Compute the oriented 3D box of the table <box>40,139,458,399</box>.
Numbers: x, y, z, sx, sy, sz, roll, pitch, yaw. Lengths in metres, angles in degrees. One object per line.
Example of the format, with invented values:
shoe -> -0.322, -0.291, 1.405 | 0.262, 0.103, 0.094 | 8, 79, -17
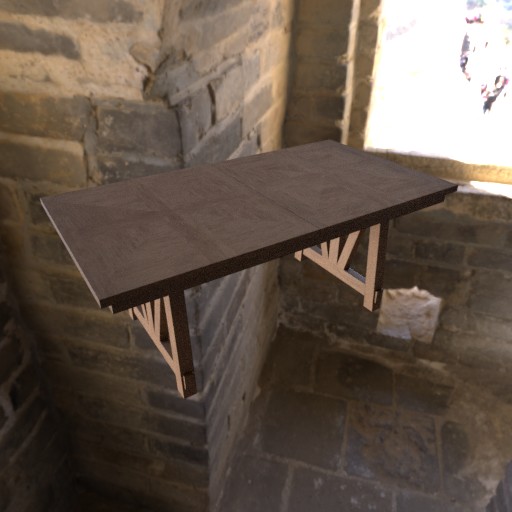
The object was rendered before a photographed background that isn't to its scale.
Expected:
table -> 0.000, 0.000, 2.453 | 1.881, 0.768, 1.016 | -18, 35, -28
